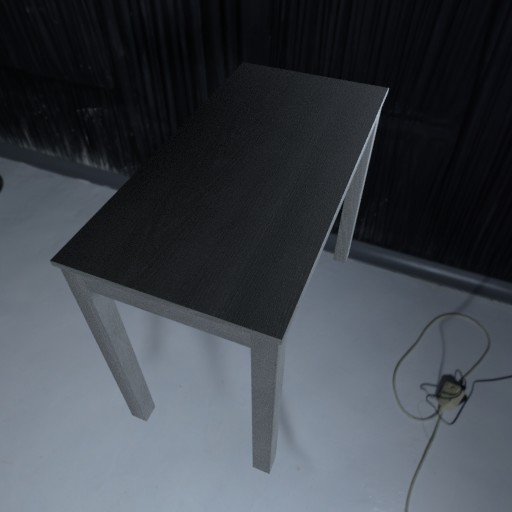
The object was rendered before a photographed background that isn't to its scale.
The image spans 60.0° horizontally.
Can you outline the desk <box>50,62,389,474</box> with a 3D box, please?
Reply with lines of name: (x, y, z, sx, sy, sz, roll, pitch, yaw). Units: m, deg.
desk: (0.000, 0.000, 1.423, 0.499, 0.762, 0.991, 17, 49, 15)
